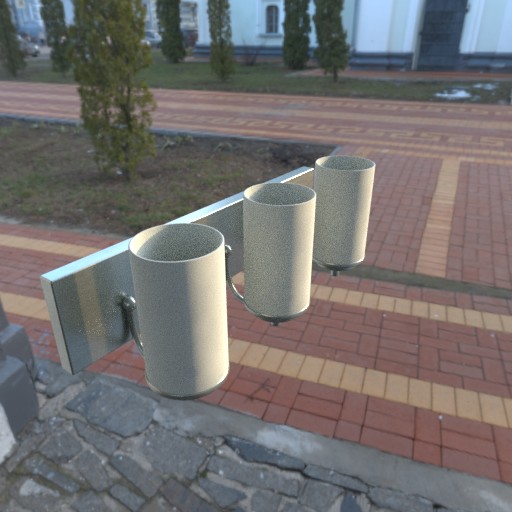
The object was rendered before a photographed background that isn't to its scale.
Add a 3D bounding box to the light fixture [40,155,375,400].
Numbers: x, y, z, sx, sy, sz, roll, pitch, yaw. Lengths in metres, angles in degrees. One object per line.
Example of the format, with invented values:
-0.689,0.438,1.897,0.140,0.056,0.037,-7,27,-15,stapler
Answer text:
0.000,0.000,0.538,0.145,0.172,0.451,18,32,32,light fixture
